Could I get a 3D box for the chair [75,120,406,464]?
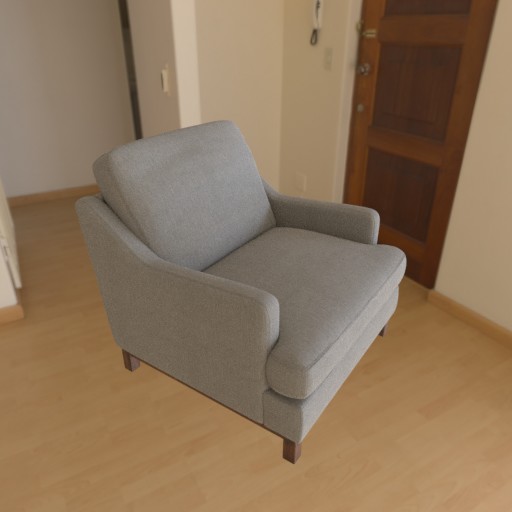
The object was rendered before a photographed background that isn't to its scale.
[{"bbox_3d":[0.000,0.000,1.605,0.892,0.821,0.826,17,32,30],"label":"chair"}]
